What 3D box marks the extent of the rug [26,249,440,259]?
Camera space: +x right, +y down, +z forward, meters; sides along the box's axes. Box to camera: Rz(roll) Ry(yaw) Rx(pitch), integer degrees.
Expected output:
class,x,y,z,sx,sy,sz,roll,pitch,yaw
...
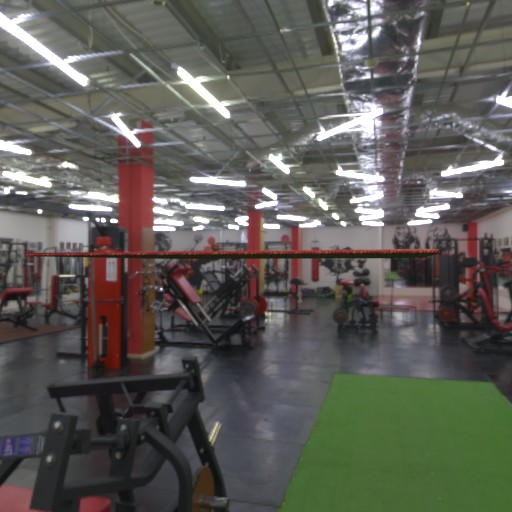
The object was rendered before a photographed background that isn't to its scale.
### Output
class,x,y,z,sx,sy,sz,roll,pitch,yaw
rug,0.000,0.000,3.998,2.905,0.028,2.340,0,-1,18
